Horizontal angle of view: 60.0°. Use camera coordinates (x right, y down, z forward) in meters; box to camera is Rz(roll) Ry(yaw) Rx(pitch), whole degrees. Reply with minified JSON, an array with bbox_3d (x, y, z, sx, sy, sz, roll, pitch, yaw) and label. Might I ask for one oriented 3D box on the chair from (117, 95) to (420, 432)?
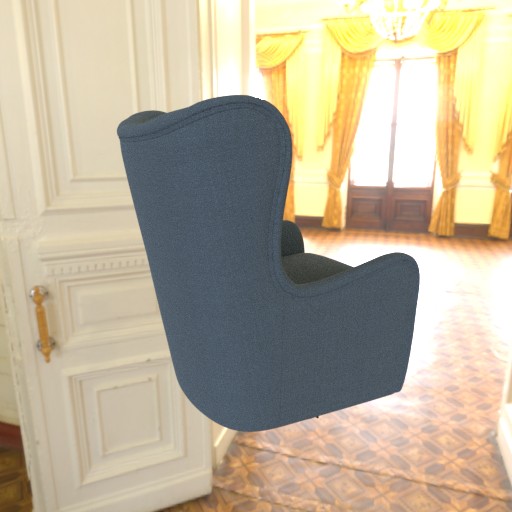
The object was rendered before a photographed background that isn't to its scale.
[{"bbox_3d":[0.000,0.000,1.689,0.930,1.079,0.831,-8,17,-27],"label":"chair"}]
